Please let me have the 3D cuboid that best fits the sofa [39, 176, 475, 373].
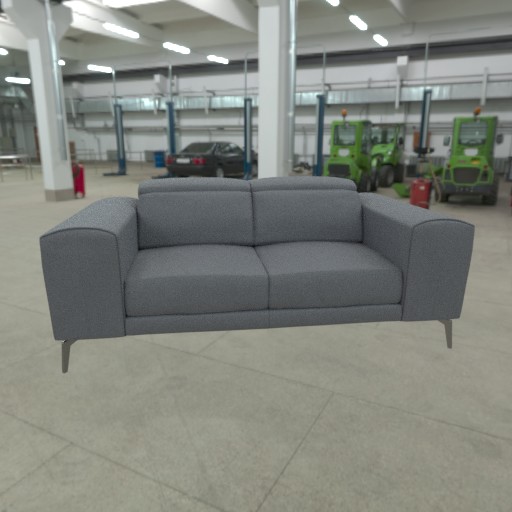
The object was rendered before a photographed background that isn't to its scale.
[{"bbox_3d":[0.000,0.000,2.394,1.895,0.779,1.003,-2,15,-7],"label":"sofa"}]
